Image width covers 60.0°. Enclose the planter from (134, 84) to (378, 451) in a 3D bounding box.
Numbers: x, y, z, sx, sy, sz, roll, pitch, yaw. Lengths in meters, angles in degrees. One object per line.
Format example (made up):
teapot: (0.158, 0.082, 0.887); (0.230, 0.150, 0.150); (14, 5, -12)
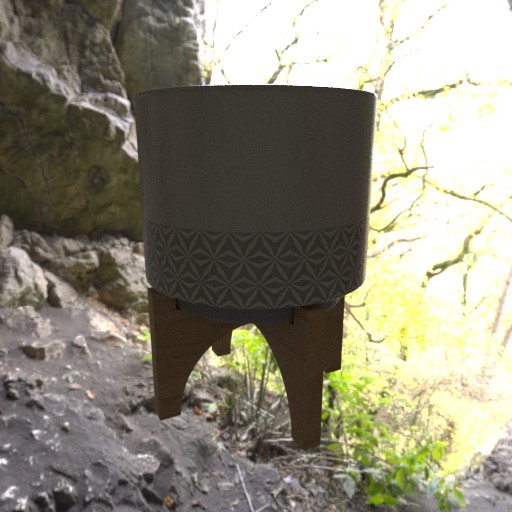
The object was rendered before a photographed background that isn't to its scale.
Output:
planter: (0.000, 0.000, 0.386); (0.188, 0.260, 0.188); (0, 15, 0)
